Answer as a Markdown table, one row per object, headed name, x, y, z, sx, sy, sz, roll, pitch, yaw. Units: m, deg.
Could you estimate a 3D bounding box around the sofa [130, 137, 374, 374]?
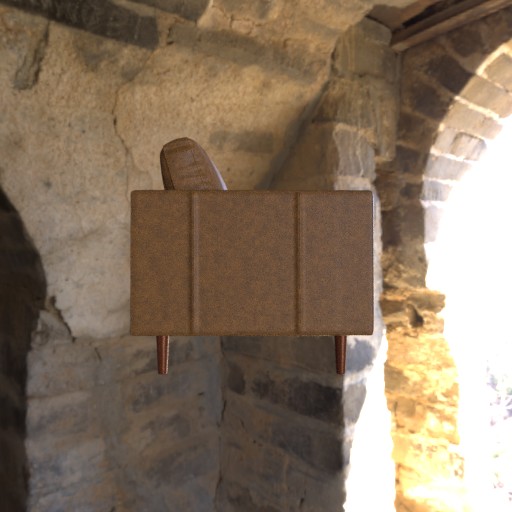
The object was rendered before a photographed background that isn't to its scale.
| name | x | y | z | sx | sy | sz | roll | pitch | yaw |
| --- | --- | --- | --- | --- | --- | --- | --- | --- | --- |
| sofa | 0.000 | 0.000 | 2.691 | 0.903 | 0.930 | 2.231 | 0 | -1 | 0 |
